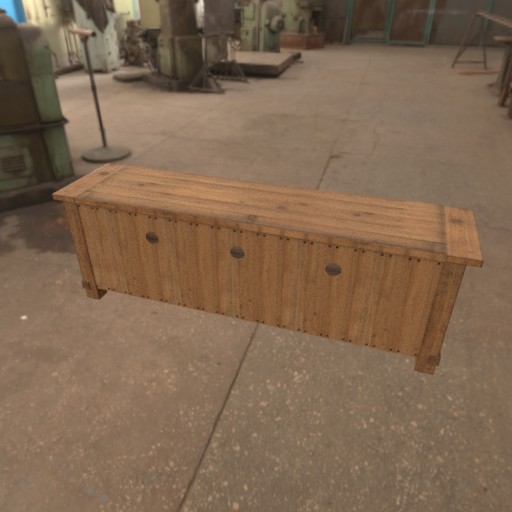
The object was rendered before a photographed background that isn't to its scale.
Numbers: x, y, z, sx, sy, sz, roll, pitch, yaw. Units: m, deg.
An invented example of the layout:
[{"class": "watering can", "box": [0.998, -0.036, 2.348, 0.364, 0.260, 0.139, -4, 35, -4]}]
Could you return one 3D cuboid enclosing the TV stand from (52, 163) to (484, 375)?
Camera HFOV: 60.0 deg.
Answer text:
[{"class": "TV stand", "box": [0.000, 0.000, 2.099, 1.804, 0.573, 0.453, 10, 33, 16]}]
